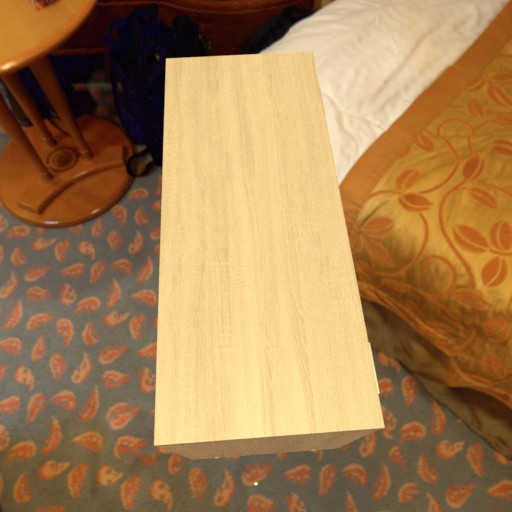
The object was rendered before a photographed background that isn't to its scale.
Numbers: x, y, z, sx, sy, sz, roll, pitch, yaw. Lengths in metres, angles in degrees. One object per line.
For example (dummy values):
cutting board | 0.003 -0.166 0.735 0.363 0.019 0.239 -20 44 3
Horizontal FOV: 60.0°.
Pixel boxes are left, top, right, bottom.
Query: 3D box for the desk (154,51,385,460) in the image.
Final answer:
desk | 0.000 0.000 1.738 0.600 0.740 1.390 -4 63 -2
